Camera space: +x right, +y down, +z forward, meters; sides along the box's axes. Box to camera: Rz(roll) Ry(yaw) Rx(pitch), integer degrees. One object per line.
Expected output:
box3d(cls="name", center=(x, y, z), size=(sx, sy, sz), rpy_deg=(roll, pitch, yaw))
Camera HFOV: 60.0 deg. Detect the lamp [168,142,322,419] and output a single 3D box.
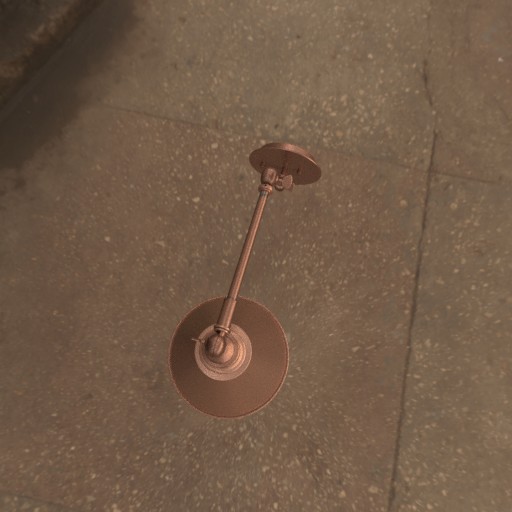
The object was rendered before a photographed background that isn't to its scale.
box3d(cls="lamp", center=(0.000, 0.000, 0.886), size=(0.223, 0.502, 0.624), rpy_deg=(14, 75, 4))
